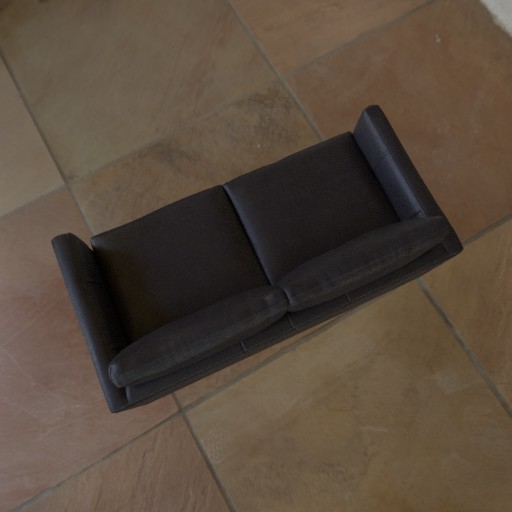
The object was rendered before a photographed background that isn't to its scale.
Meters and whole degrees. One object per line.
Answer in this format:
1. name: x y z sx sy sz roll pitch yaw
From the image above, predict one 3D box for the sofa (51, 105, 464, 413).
1. sofa: 0.000 0.000 2.303 1.805 0.883 0.947 -26 77 -7
